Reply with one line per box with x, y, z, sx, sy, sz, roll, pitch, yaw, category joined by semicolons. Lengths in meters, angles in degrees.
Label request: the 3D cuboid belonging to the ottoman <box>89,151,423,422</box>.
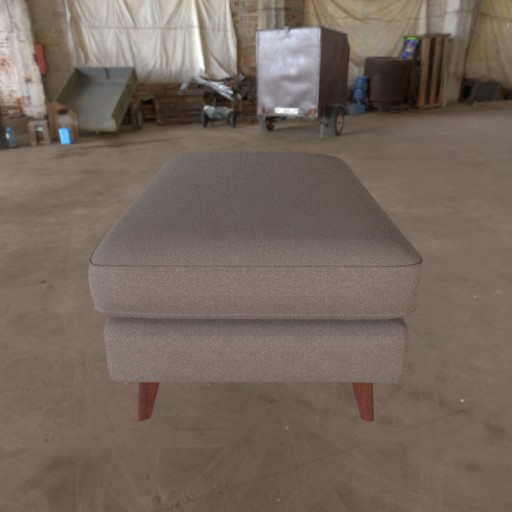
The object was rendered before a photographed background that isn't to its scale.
0.000;0.000;1.169;0.608;0.449;0.811;0;25;0;ottoman
